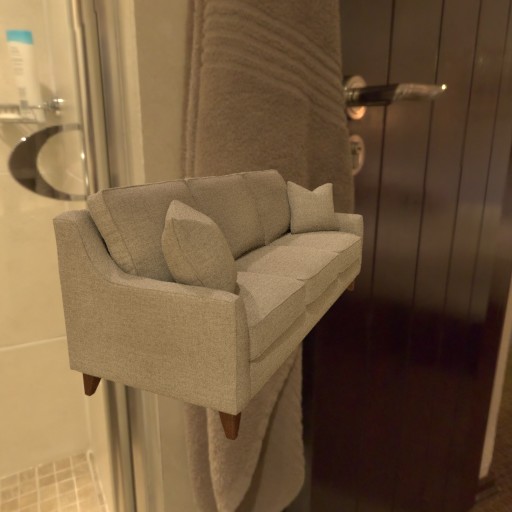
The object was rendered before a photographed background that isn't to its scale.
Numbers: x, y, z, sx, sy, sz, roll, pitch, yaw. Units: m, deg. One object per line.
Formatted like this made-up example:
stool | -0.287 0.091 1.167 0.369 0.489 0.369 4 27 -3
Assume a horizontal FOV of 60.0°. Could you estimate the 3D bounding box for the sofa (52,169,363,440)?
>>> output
sofa | 0.000 0.000 2.555 0.865 0.914 2.031 7 16 24
